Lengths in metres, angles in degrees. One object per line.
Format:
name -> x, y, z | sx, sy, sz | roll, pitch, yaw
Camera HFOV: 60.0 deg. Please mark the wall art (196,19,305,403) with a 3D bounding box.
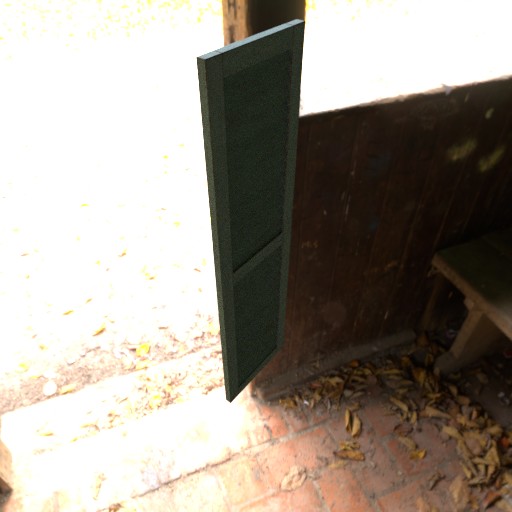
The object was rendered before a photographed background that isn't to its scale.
wall art -> 0.000, 0.000, 1.324 | 0.025, 1.219, 0.329 | 28, 49, 28
